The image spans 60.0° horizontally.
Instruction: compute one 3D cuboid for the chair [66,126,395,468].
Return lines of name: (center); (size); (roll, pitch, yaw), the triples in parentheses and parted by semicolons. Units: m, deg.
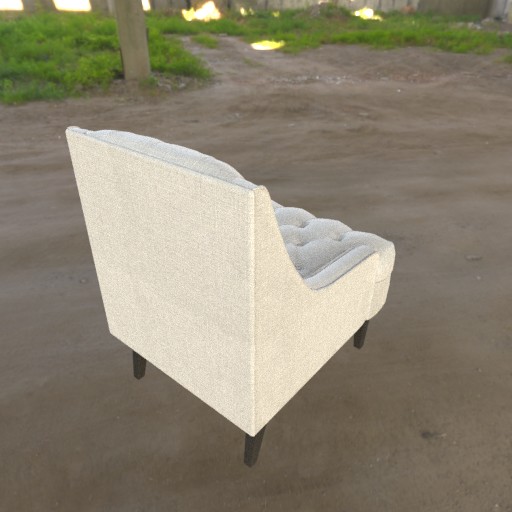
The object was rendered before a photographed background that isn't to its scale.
chair: (0.000, 0.000, 1.423); (0.658, 0.891, 0.772); (24, 38, 33)
